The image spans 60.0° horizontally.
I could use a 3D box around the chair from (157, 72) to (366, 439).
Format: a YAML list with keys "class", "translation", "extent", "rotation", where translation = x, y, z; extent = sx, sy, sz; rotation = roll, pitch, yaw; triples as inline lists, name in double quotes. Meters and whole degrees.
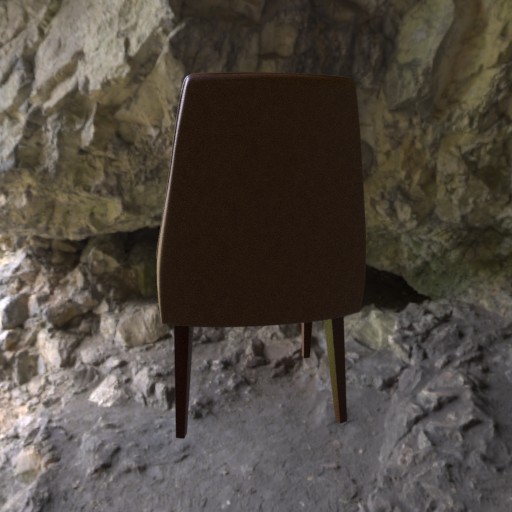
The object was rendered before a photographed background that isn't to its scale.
- class: "chair"
  translation: [0.000, 0.000, 1.211]
  extent: [0.529, 0.861, 0.544]
  rotation: [-2, 14, -9]
